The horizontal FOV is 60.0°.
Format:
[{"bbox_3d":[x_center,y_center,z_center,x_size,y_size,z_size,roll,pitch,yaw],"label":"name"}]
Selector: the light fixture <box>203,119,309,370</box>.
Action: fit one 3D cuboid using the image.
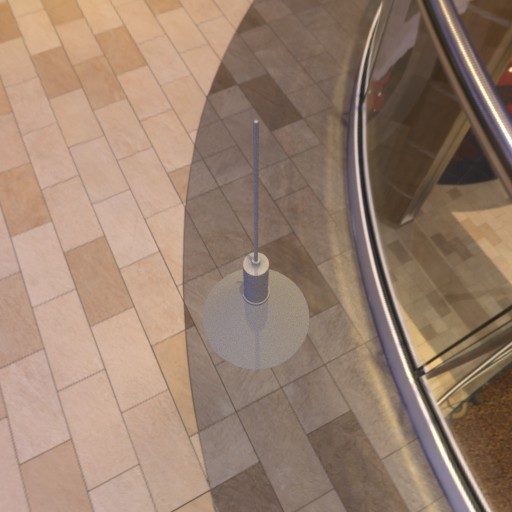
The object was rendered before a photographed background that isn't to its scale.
[{"bbox_3d":[0.000,0.000,0.814,0.267,0.683,0.267,15,64,7],"label":"light fixture"}]
